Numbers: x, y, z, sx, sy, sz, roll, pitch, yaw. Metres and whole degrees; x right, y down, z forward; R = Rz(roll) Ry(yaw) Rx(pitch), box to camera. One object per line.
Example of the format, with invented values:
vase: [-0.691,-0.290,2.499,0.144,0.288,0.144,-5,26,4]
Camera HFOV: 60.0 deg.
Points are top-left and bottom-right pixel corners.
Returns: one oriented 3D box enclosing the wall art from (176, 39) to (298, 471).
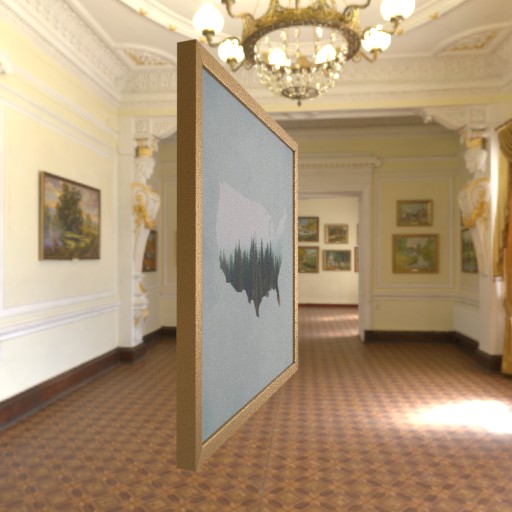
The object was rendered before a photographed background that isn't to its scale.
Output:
wall art: [0.000,0.000,1.147,0.038,0.762,0.762,0,0,19]
